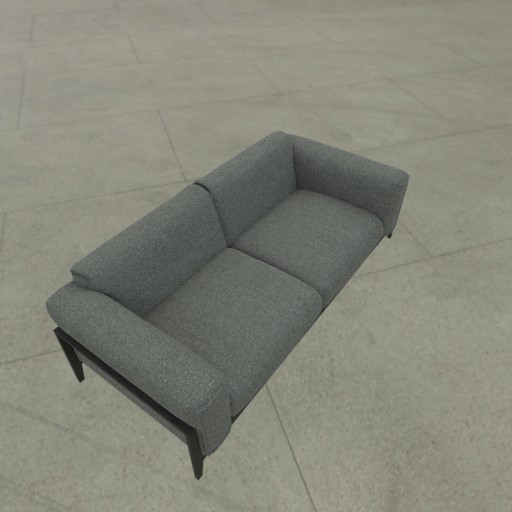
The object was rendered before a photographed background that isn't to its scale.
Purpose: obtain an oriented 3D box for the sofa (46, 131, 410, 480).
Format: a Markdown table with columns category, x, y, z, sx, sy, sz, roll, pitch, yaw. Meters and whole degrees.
| category | x | y | z | sx | sy | sz | roll | pitch | yaw |
| --- | --- | --- | --- | --- | --- | --- | --- | --- | --- |
| sofa | 0.000 | 0.000 | 2.601 | 0.985 | 0.703 | 2.125 | 26 | 49 | 26 |
